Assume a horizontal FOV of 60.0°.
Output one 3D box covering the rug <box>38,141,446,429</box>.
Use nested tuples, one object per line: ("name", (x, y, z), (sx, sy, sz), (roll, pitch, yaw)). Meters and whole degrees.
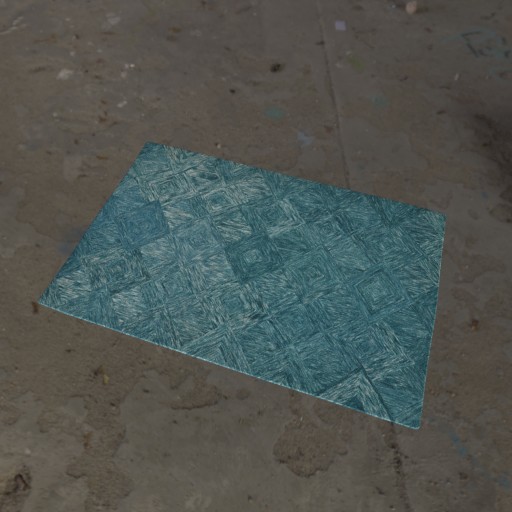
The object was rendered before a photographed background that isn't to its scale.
("rug", (0.000, 0.000, 2.161), (1.728, 0.017, 1.136), (16, 58, 10))
